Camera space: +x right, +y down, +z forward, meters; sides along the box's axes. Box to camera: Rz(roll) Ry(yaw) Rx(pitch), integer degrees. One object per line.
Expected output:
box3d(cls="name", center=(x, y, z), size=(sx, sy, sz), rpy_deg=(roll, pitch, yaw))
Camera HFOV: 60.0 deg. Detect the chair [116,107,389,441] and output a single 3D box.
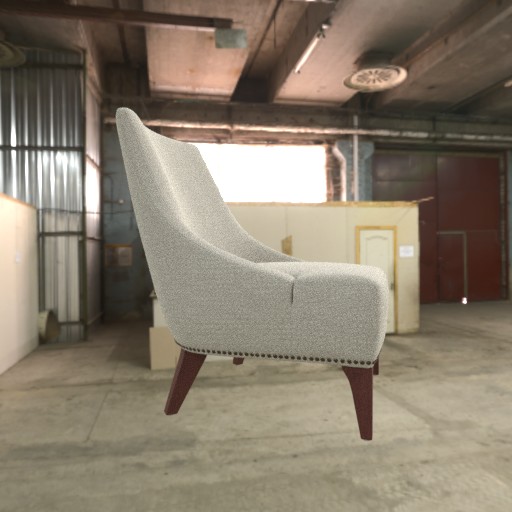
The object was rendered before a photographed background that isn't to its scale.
box3d(cls="chair", center=(0.000, 0.000, 1.501), size=(0.861, 0.909, 0.701), rpy_deg=(0, 1, 17))
